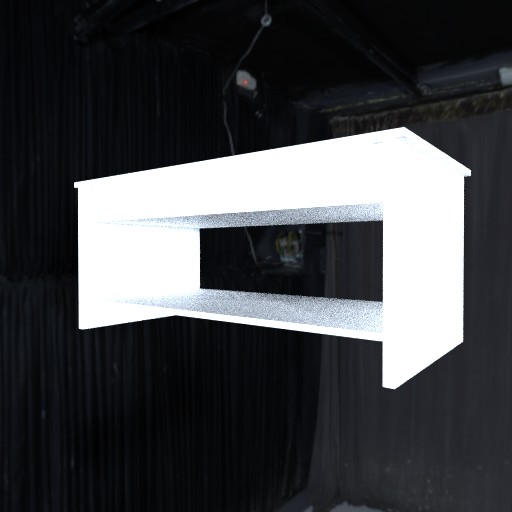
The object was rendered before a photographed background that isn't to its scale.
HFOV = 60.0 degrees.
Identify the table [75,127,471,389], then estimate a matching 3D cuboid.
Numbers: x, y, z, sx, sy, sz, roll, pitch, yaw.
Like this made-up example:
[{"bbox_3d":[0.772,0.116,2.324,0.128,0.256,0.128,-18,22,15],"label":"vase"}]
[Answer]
[{"bbox_3d":[0.000,0.000,1.240,1.000,0.441,0.500,1,1,37],"label":"table"}]
